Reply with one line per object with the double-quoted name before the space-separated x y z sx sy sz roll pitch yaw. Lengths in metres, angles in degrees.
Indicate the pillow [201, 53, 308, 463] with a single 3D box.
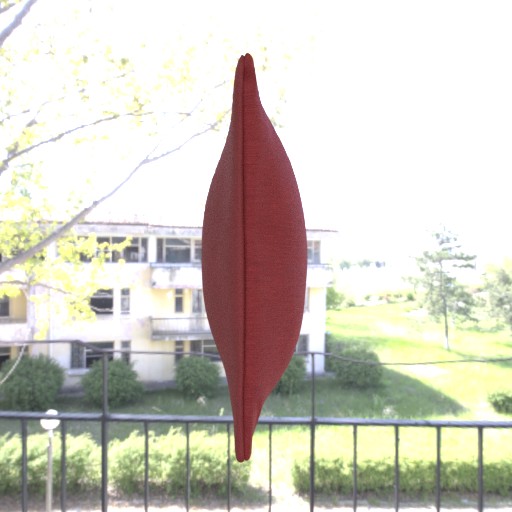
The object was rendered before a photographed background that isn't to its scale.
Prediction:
"pillow" 0.000 0.000 0.661 0.151 0.416 0.435 0 0 1
